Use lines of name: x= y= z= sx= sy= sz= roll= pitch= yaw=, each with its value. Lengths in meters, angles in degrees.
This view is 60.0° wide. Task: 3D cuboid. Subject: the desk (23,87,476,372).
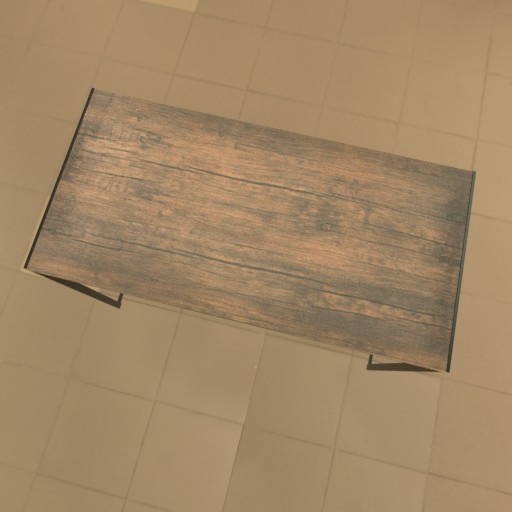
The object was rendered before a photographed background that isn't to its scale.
desk: x=0.000 y=0.000 z=1.445 sx=1.015 sy=0.747 sz=0.505 roll=13 pitch=76 yaw=3
